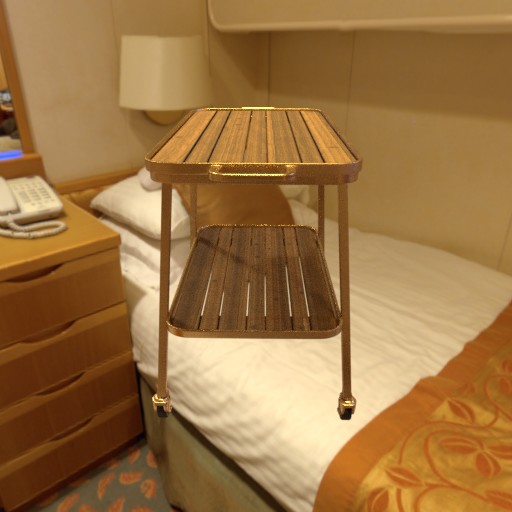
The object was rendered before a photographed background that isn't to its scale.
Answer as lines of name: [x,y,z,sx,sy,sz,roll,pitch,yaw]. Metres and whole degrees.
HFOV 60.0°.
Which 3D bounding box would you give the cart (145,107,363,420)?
cart: [0.000,0.000,1.243,0.524,0.700,0.806,0,26,1]
